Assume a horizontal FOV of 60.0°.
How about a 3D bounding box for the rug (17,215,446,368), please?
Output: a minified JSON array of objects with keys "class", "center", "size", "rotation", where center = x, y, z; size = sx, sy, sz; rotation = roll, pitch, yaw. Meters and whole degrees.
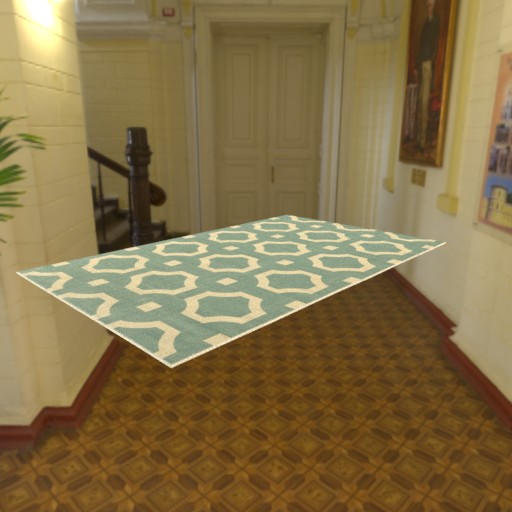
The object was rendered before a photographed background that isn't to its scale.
[{"class":"rug","center":[0.000,0.000,2.919],"size":[1.528,0.015,2.443],"rotation":[15,22,42]}]
